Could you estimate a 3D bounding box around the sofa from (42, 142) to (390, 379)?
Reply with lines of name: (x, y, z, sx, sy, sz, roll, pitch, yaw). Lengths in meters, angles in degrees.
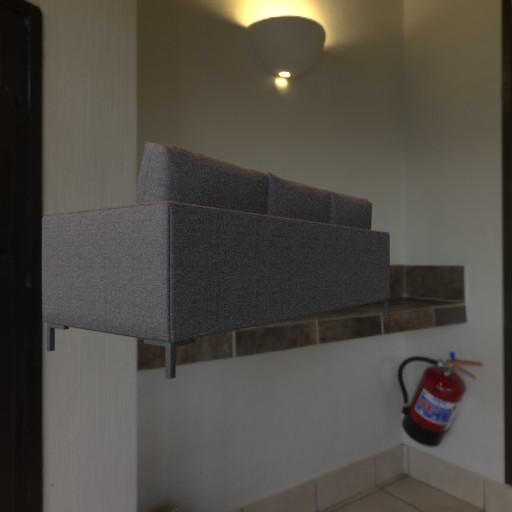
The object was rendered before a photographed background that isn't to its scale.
sofa: (0.000, 0.000, 2.685, 0.876, 0.882, 2.253, 0, -1, 36)
